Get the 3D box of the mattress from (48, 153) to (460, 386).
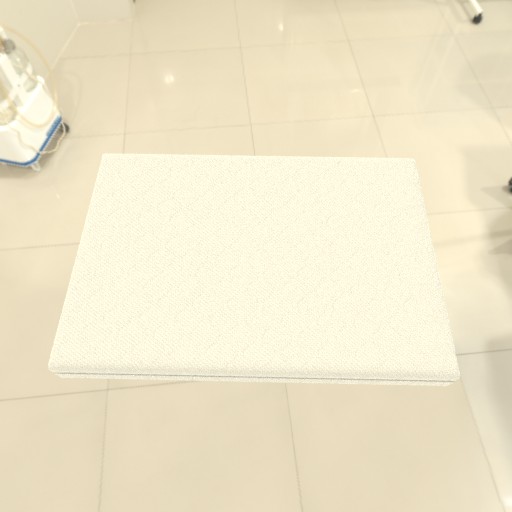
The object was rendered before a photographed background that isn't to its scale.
[{"bbox_3d":[0.000,0.000,2.544,2.000,0.200,1.400,1,60,1],"label":"mattress"}]
